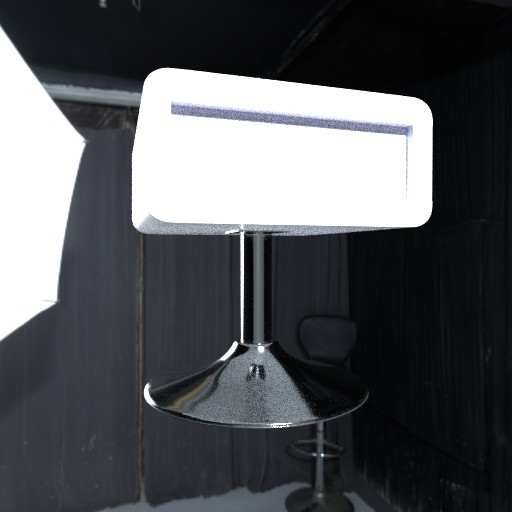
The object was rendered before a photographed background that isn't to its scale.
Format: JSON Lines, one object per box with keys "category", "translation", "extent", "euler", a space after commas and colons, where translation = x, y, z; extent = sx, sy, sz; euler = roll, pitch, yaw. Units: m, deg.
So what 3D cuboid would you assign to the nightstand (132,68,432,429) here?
{"category": "nightstand", "translation": [0.000, 0.000, 0.764], "extent": [0.399, 0.447, 0.404], "euler": [0, 1, -17]}
